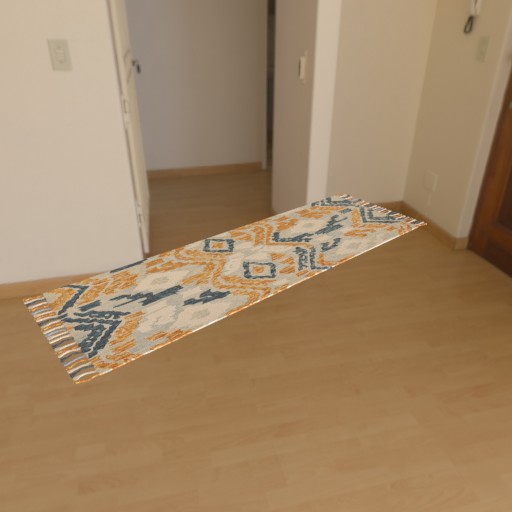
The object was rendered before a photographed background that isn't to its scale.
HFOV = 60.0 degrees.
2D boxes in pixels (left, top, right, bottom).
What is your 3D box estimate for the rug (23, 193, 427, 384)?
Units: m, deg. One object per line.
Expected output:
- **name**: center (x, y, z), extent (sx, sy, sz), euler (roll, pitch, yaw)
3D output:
- **rug**: center (0.000, 0.000, 2.664), extent (2.437, 0.010, 0.783), euler (-21, 35, -34)
